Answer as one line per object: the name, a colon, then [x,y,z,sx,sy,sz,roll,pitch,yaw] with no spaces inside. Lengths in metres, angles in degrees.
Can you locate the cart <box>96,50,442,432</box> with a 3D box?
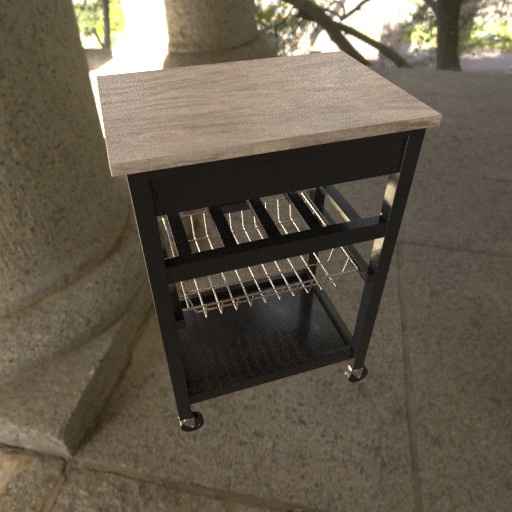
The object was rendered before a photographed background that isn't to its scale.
cart: [0.000,0.000,1.137,0.584,0.839,0.403,-12,42,-14]
